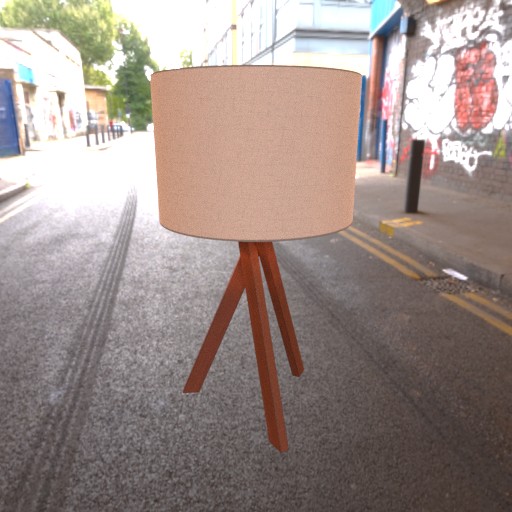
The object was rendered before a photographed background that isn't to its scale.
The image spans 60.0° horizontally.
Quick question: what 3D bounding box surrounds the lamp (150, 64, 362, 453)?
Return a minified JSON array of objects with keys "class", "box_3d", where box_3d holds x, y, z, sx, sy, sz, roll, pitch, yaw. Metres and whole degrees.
[{"class":"lamp","box_3d":[0.000,0.000,0.914,0.380,0.686,0.380,9,19,26]}]
